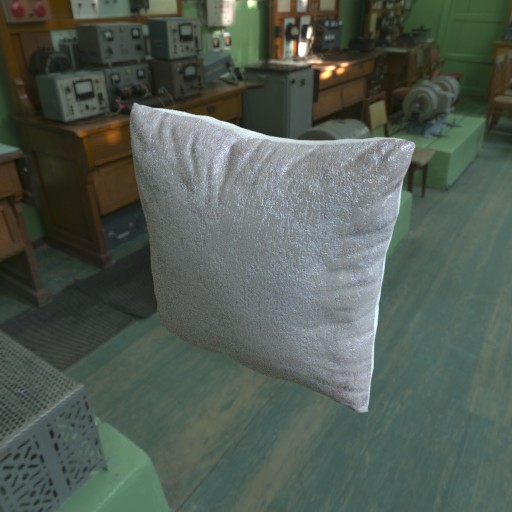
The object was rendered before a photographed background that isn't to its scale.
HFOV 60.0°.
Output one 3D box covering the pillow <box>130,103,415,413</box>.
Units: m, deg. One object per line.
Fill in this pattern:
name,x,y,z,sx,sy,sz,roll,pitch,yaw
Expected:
pillow,0.000,0.000,0.726,0.450,0.448,0.245,18,35,28
